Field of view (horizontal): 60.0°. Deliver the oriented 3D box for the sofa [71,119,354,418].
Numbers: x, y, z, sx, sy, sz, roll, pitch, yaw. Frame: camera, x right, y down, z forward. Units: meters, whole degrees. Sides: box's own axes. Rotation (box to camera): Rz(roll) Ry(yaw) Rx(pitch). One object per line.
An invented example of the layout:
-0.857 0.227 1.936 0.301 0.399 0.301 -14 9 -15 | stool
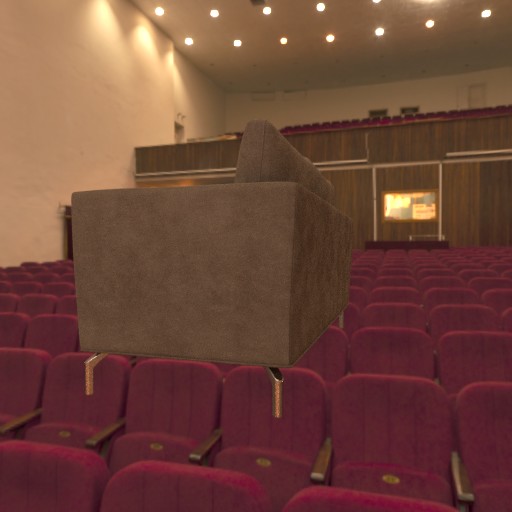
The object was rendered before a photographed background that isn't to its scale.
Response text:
0.000 0.000 2.341 0.855 1.013 1.832 0 1 18 | sofa
